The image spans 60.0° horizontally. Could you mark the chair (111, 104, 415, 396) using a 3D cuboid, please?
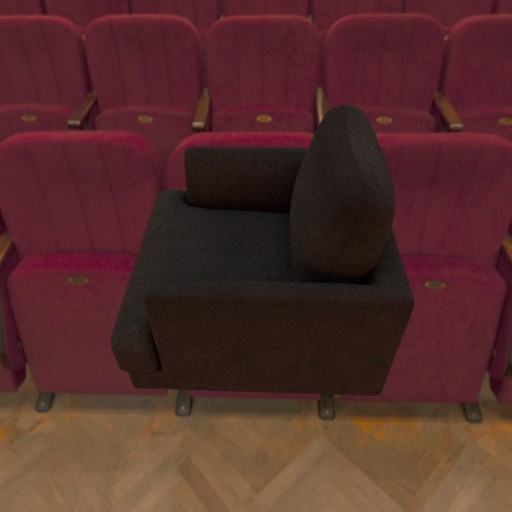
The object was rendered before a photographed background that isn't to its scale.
[{"bbox_3d":[0.000,0.000,1.654,0.899,0.957,0.858,1,44,1],"label":"chair"}]
